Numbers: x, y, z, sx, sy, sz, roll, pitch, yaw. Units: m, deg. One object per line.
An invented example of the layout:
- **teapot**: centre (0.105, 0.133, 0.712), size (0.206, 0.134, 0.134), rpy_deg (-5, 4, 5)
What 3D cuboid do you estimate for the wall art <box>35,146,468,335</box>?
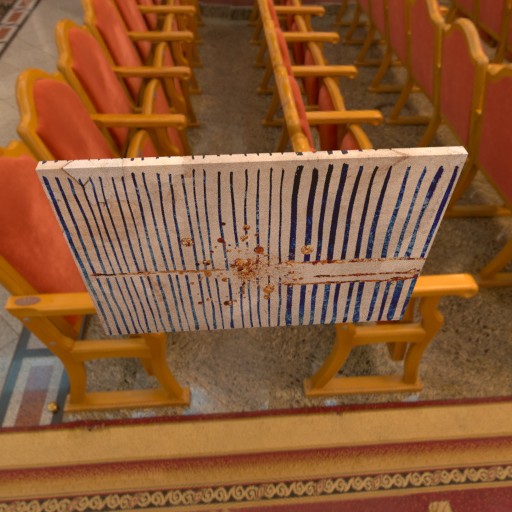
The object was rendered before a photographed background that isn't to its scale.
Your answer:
- **wall art**: centre (0.000, 0.000, 1.168), size (0.919, 0.609, 0.030), rpy_deg (-3, 46, -3)
